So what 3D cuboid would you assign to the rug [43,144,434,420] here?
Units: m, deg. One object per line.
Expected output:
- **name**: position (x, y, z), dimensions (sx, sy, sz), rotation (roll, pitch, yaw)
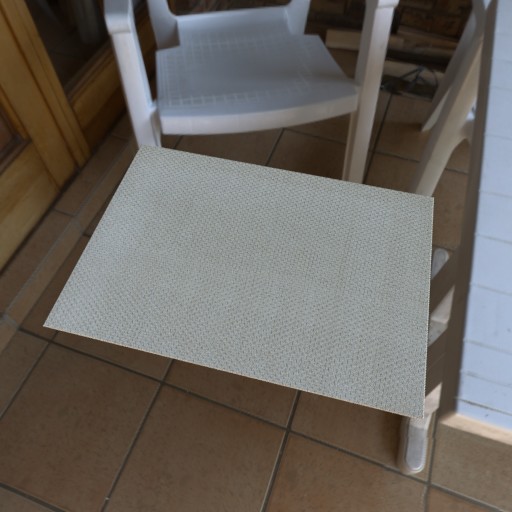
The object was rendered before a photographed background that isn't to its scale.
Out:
- **rug**: position (0.000, 0.000, 2.797), dimensions (2.144, 0.013, 1.509), rotation (12, 59, 7)
